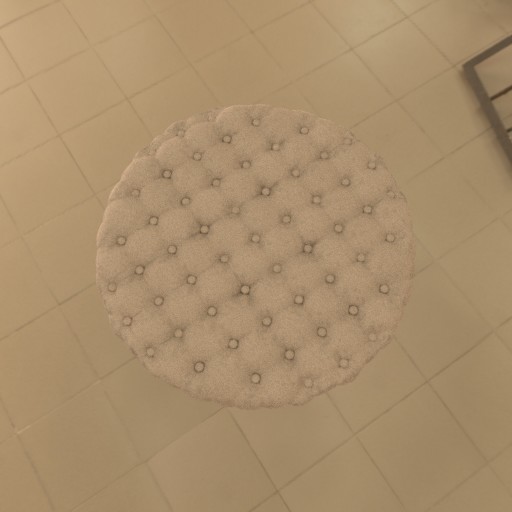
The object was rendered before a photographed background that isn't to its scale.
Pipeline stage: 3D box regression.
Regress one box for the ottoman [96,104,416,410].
[{"bbox_3d":[0.000,0.000,1.511,0.998,0.399,0.998,0,73,0],"label":"ottoman"}]
